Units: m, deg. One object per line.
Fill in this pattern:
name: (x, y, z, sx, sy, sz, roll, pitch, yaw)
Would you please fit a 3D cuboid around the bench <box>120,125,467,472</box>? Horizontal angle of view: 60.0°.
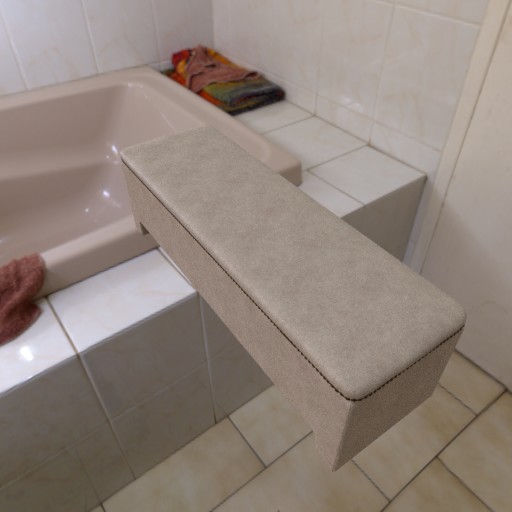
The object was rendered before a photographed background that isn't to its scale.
bench: (0.000, 0.000, 1.726, 0.470, 0.447, 1.482, -25, 47, -25)
